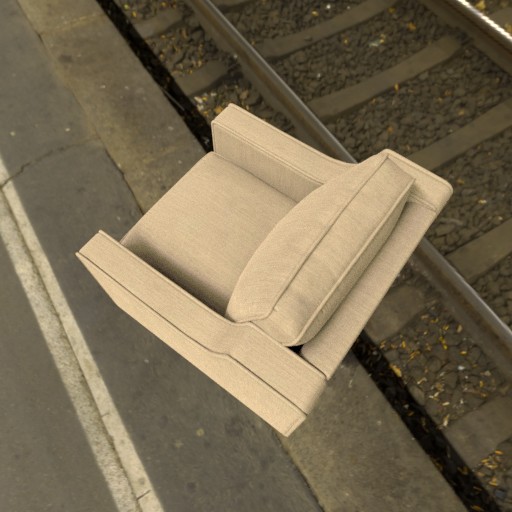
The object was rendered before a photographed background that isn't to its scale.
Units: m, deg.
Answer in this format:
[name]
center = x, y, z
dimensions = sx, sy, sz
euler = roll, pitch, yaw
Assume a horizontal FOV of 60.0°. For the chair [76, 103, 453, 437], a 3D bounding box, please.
[chair]
center = 0.000, 0.000, 1.630
dimensions = 0.909, 0.960, 0.831
euler = 34, 68, 15
